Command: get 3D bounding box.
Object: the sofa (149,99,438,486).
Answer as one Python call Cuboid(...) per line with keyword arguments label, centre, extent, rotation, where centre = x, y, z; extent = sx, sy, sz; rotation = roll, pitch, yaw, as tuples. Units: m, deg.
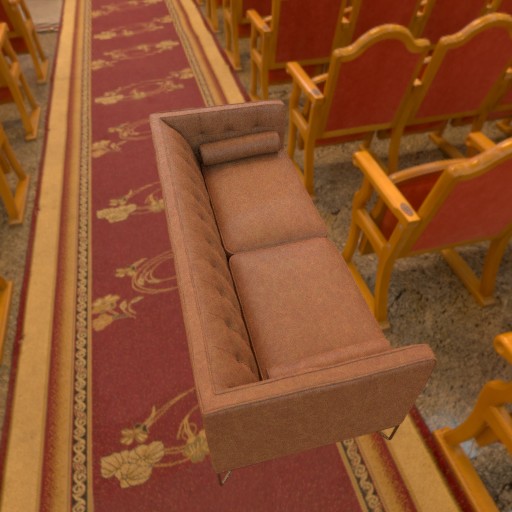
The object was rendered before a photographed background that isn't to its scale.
Cuboid(label="sofa", centre=(0.000, 0.000, 2.522), extent=(0.912, 0.798, 2.079), rotation=(-11, 48, -10))
